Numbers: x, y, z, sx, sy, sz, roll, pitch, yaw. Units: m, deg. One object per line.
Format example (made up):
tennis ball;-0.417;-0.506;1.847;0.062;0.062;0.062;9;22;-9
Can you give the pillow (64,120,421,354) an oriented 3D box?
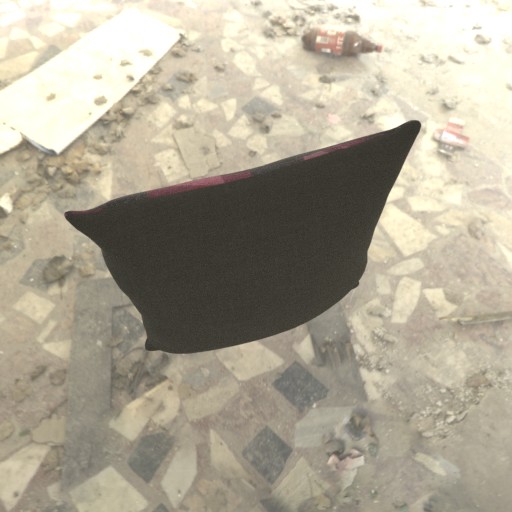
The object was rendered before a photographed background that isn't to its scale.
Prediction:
pillow;0.000;0.000;0.788;0.503;0.496;0.208;-16;60;-10
